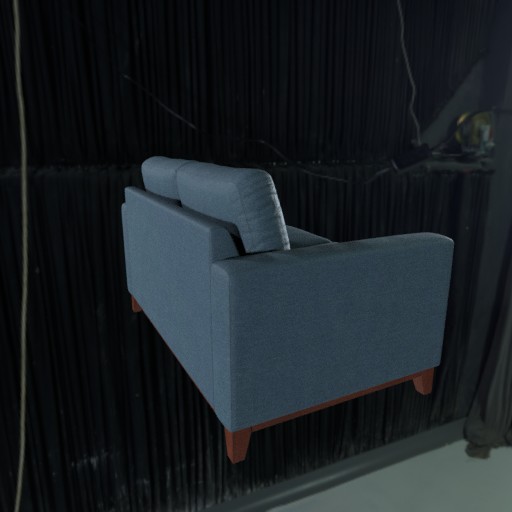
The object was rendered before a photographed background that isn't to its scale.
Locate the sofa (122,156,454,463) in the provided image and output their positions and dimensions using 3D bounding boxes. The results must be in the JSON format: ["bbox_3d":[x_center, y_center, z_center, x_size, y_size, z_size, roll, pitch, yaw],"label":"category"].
[{"bbox_3d":[0.000,0.000,2.108,0.955,0.903,1.489,-8,17,-26],"label":"sofa"}]
